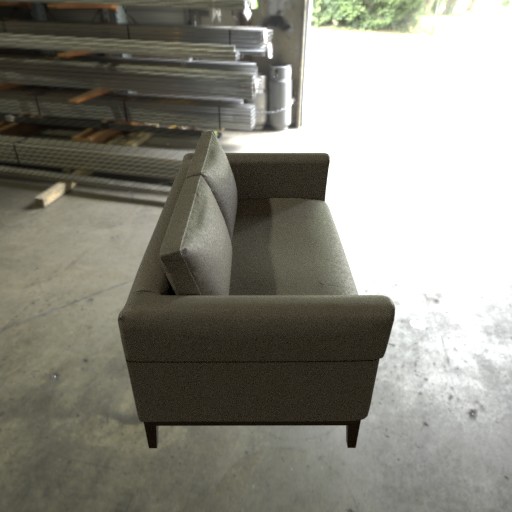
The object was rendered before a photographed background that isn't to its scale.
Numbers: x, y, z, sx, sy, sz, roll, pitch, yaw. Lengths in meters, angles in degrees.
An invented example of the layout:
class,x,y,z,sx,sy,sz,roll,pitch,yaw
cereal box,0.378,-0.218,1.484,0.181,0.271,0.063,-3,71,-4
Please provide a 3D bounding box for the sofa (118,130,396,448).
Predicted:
class,x,y,z,sx,sy,sz,roll,pitch,yaw
sofa,0.000,0.000,2.201,0.899,0.873,1.598,0,32,0
